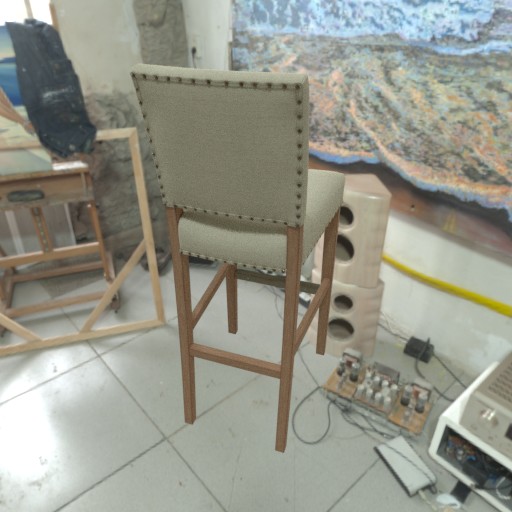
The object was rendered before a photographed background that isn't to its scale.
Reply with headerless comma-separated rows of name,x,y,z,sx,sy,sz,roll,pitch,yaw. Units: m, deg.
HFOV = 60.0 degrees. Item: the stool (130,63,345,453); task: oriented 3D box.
stool,0.000,0.000,1.363,0.428,1.143,0.546,10,33,16
